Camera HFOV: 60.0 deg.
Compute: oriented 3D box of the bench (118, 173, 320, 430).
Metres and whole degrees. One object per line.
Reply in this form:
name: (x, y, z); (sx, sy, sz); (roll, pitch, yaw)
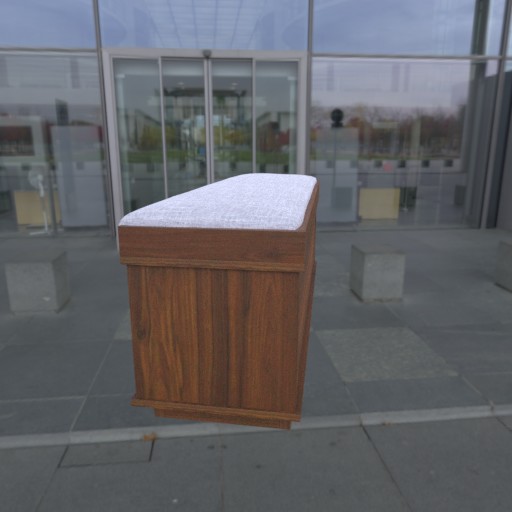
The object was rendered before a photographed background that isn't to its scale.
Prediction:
bench: (0.000, 0.000, 1.426); (0.367, 0.468, 1.196); (2, 14, 9)
